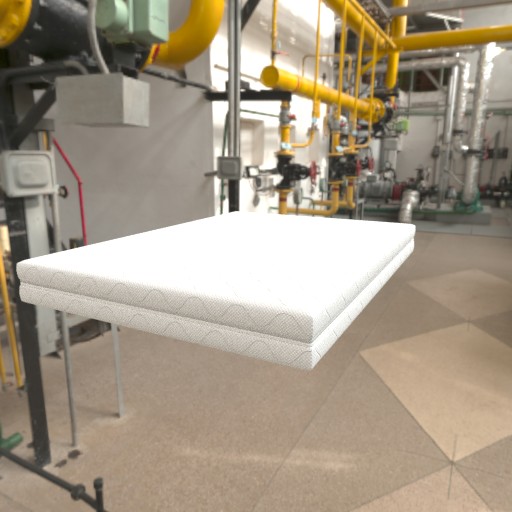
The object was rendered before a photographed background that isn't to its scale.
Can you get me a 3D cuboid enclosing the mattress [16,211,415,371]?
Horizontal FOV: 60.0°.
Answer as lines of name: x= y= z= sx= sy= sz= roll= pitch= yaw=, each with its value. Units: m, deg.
mattress: x=0.000 y=0.000 z=2.470 sx=1.400 sy=0.200 sz=1.900 roll=7 pitch=15 yaw=27
